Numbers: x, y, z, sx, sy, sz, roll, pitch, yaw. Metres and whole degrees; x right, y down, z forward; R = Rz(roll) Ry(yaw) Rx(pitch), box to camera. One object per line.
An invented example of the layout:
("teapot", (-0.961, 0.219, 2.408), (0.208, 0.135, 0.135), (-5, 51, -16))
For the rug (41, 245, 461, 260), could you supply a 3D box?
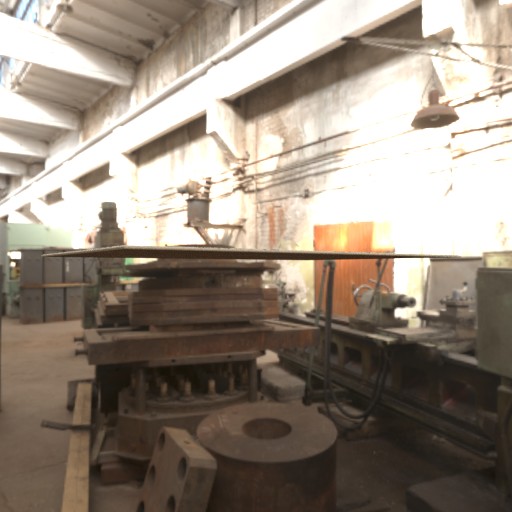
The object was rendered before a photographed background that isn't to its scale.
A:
("rug", (0.000, 0.000, 2.310), (1.831, 0.012, 1.213), (1, -2, -36))
